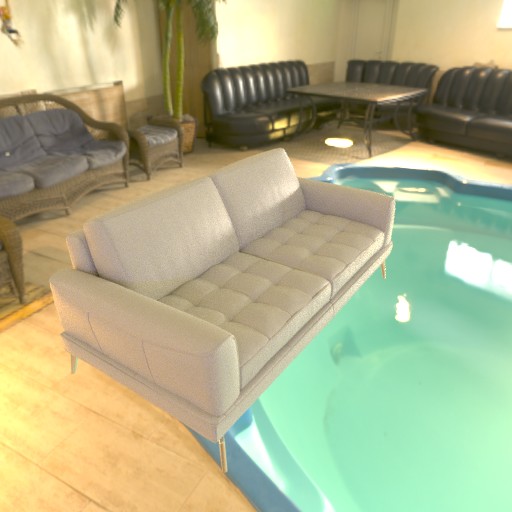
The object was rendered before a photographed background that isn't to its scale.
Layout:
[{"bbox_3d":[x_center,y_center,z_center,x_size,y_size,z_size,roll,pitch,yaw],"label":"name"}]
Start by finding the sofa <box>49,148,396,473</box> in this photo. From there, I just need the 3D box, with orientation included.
[{"bbox_3d":[0.000,0.000,2.777,1.121,0.930,2.177,18,32,30],"label":"sofa"}]
